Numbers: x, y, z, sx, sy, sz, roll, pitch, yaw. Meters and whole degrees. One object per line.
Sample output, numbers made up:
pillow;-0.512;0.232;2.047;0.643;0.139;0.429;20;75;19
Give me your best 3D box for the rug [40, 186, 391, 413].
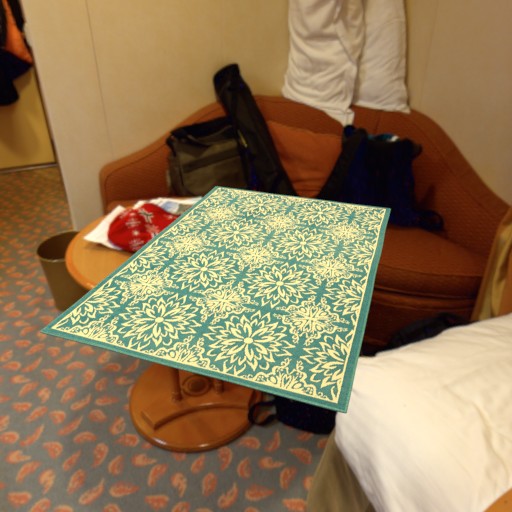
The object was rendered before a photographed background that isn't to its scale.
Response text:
rug;0.000;0.000;2.926;1.554;0.012;2.205;10;31;17
